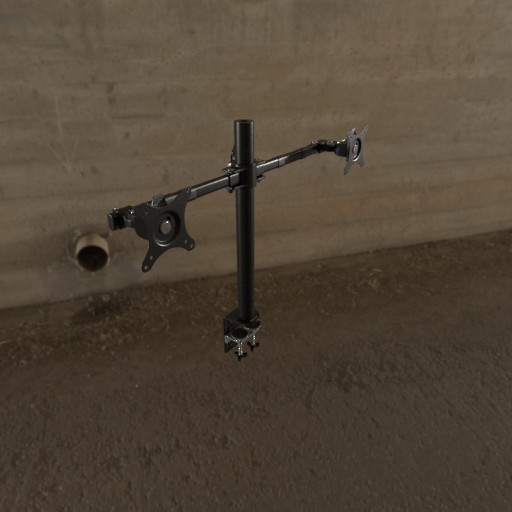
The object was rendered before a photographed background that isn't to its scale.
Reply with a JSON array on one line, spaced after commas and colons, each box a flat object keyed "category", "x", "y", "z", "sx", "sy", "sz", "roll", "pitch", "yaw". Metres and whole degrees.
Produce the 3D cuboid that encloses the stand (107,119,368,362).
[{"category": "stand", "x": 0.000, "y": 0.000, "z": 1.030, "sx": 0.150, "sy": 0.603, "sz": 0.743, "roll": 20, "pitch": 33, "yaw": 33}]
